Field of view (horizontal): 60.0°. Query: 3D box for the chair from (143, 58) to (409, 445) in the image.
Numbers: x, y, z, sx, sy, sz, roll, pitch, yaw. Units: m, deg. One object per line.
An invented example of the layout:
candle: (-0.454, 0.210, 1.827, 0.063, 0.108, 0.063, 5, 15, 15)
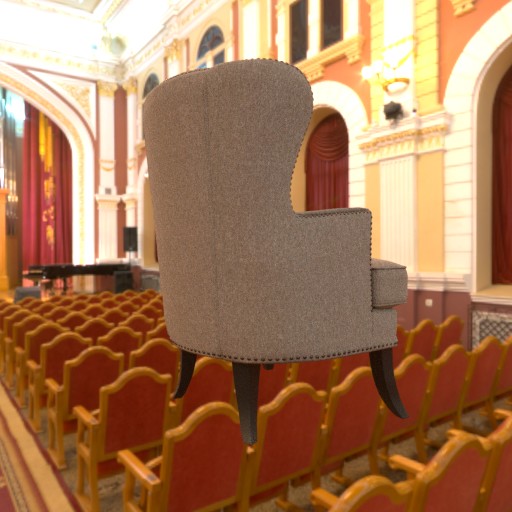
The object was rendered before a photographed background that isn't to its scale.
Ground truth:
chair: (0.000, 0.000, 1.560, 0.758, 1.060, 0.759, 0, 1, -36)
